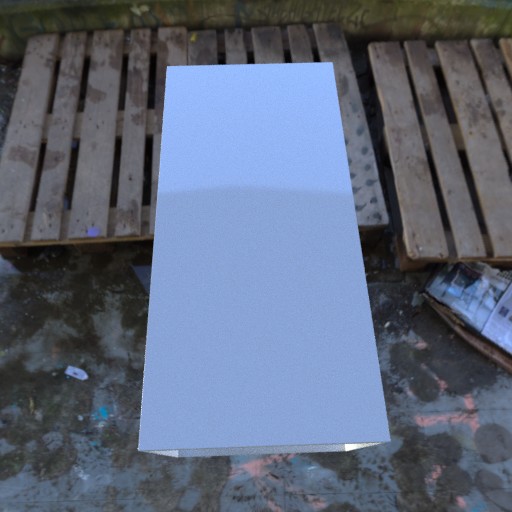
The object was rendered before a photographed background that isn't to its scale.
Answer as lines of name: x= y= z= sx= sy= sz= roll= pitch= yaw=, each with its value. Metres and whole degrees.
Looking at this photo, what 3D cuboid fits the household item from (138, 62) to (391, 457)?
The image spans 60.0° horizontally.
household item: x=0.000 y=0.000 z=2.108 sx=0.800 sy=0.745 sz=1.700 roll=-2 pitch=64 yaw=-1
